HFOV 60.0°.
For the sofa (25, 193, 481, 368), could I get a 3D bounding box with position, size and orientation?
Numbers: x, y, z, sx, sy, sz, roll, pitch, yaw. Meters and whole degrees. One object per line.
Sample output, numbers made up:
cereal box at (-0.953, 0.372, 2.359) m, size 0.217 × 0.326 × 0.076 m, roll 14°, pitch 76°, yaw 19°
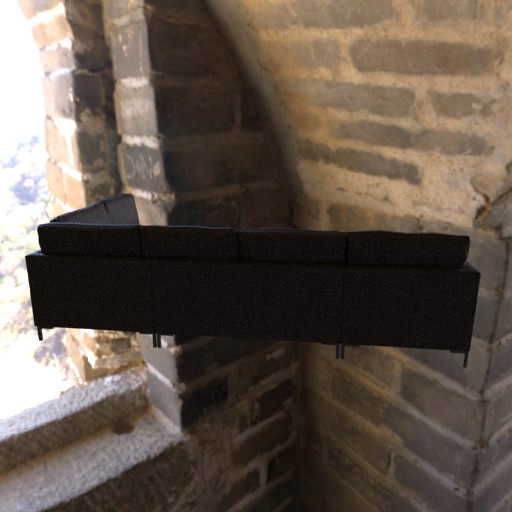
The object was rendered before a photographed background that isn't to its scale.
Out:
sofa at (0.000, 0.000, 4.248) m, size 3.423 × 0.999 × 2.048 m, roll 2°, pitch 16°, yaw 7°
